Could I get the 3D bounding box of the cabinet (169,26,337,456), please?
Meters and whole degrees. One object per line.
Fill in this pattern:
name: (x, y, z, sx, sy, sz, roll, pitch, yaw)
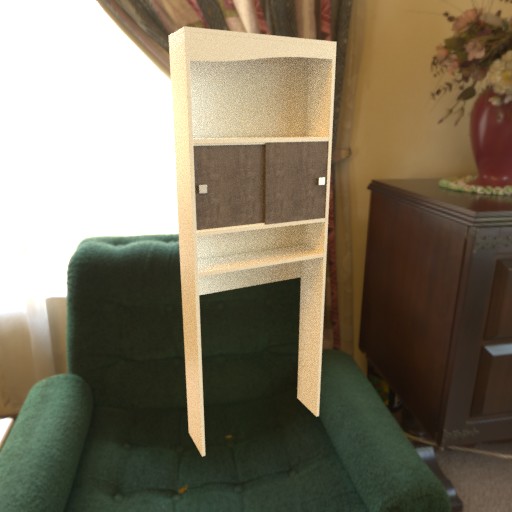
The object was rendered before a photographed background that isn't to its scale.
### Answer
cabinet: (0.000, 0.000, 1.983, 0.643, 1.770, 0.192, -8, 18, -26)
